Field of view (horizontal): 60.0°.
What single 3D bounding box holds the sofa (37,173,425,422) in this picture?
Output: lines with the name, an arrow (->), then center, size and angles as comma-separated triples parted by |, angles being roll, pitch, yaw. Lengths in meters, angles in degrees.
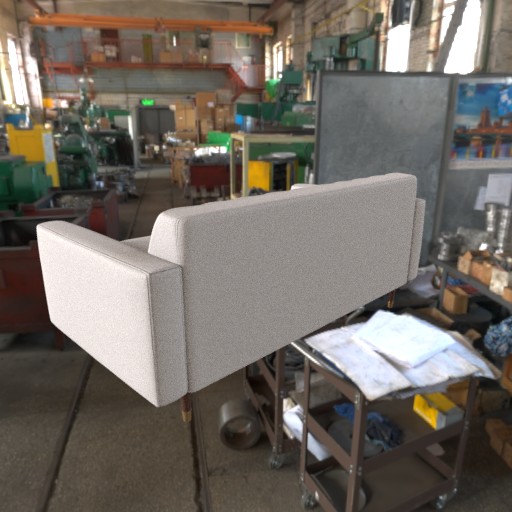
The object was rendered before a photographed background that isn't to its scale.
sofa -> 0.000, 0.000, 2.359 | 1.895, 0.814, 0.969 | -16, 23, -42
